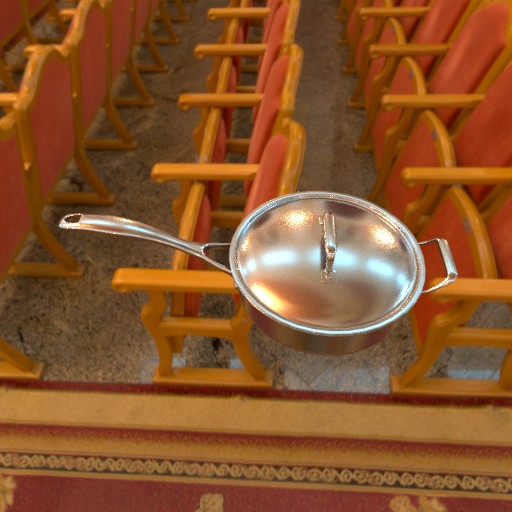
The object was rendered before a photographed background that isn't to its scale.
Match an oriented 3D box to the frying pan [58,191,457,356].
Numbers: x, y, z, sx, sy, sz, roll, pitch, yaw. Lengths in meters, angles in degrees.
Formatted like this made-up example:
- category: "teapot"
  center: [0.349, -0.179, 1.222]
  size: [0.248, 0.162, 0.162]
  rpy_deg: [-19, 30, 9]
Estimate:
- category: "frying pan"
  center: [0.000, 0.000, 0.576]
  size: [0.492, 0.111, 0.245]
  rpy_deg: [3, 48, 3]
